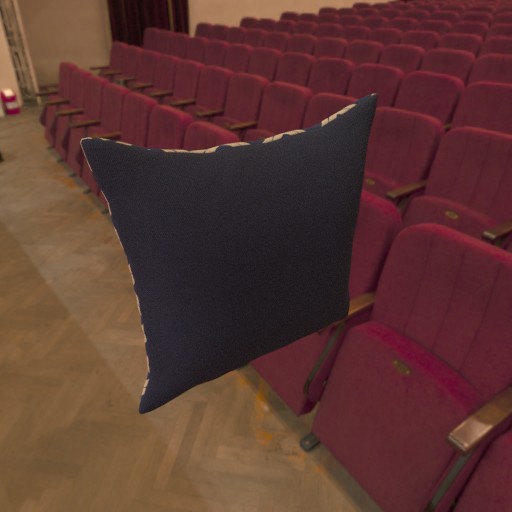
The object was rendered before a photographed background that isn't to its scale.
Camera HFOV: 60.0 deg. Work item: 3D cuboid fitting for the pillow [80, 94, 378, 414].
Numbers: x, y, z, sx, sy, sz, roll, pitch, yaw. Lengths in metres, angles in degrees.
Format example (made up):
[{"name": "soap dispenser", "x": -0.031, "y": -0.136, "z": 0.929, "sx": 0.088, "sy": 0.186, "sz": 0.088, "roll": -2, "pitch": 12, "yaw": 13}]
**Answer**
[{"name": "pillow", "x": 0.000, "y": 0.000, "z": 0.776, "sx": 0.504, "sy": 0.494, "sz": 0.188, "roll": -19, "pitch": 36, "yaw": -28}]
